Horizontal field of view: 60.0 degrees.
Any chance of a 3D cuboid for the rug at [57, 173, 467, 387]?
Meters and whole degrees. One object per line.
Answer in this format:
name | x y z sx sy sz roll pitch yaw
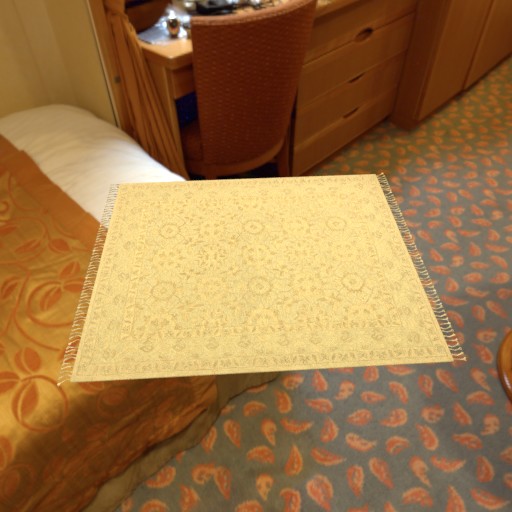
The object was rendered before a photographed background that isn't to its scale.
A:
rug | 0.000 0.000 4.103 3.043 0.013 2.444 -3 46 -2
